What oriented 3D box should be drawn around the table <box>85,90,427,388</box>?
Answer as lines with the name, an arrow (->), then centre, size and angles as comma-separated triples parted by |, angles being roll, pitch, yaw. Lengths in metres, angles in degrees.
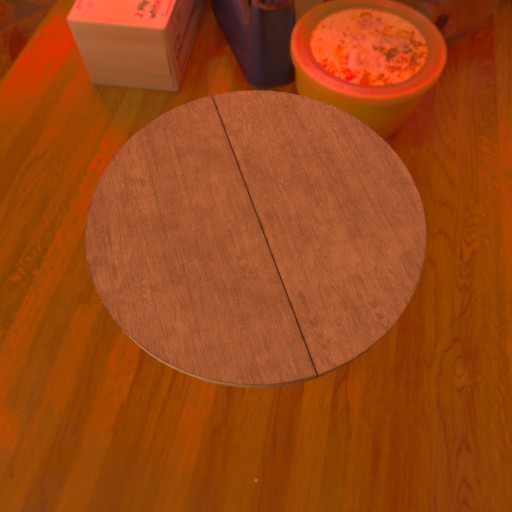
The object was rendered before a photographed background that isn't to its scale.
table -> 0.000, 0.000, 2.136 | 1.363, 0.781, 1.363 | 0, 63, 0
